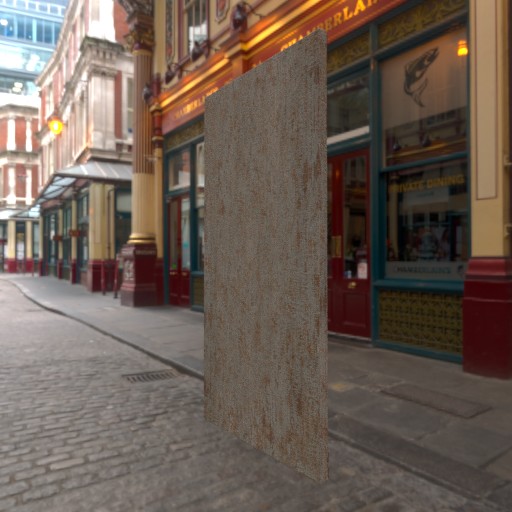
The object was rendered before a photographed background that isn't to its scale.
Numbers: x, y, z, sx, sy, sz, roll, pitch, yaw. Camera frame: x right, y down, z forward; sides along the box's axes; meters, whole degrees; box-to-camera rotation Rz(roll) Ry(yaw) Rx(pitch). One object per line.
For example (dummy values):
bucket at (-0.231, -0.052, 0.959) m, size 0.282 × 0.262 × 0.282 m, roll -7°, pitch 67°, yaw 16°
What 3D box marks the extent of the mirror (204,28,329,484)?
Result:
mirror at (0.000, 0.000, 1.094) m, size 0.027 × 0.922 × 0.472 m, roll 1°, pitch -1°, yaw -36°
